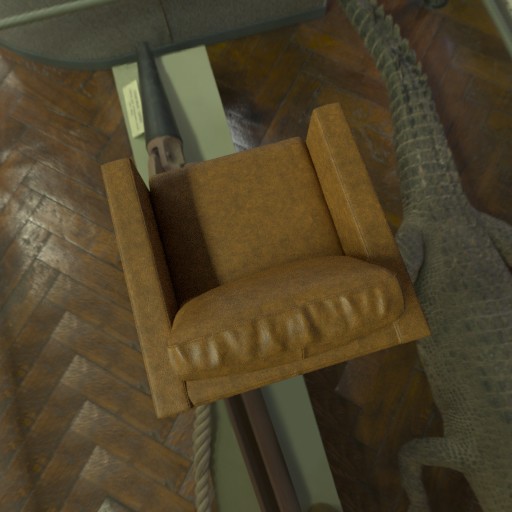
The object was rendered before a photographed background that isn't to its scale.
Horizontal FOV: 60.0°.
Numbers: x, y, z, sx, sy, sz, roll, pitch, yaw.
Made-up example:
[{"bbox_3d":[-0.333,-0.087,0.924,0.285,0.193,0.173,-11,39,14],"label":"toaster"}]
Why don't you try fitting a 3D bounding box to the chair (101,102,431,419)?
[{"bbox_3d":[0.000,0.000,1.667,0.890,0.956,0.909,-16,76,-4],"label":"chair"}]
